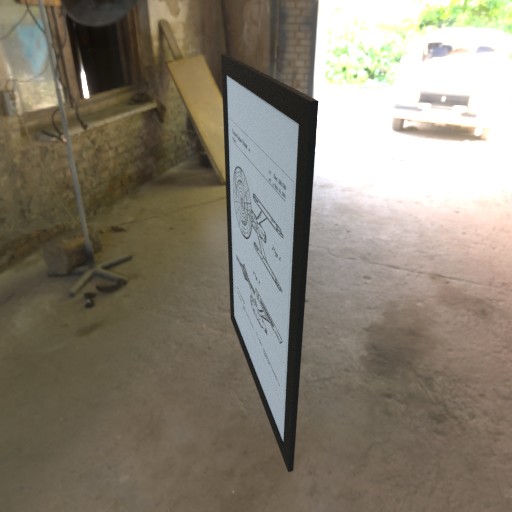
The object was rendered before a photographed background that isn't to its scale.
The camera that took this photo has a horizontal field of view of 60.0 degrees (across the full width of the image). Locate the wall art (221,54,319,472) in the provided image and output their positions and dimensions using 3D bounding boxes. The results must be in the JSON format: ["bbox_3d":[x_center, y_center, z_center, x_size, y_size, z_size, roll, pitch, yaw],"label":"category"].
[{"bbox_3d":[0.000,0.000,0.682,0.008,0.530,0.379,-8,31,-14],"label":"wall art"}]
